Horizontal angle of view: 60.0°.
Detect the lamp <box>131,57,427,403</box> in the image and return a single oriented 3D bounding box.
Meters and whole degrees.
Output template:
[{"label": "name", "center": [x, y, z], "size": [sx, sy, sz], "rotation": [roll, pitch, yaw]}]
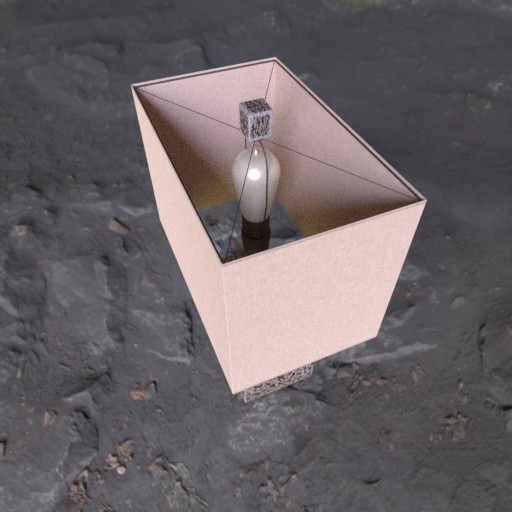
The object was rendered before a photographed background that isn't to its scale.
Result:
[{"label": "lamp", "center": [0.000, 0.000, 0.562], "size": [0.180, 0.411, 0.294], "rotation": [-18, 50, -15]}]
